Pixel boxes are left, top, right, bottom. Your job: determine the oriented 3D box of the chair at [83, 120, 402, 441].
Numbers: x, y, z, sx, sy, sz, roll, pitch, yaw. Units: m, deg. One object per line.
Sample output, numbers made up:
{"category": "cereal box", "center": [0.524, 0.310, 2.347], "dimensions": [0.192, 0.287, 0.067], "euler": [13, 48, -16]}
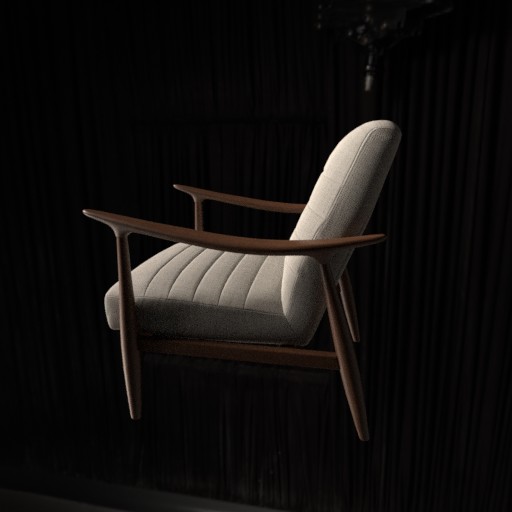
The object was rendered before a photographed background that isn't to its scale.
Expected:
{"category": "chair", "center": [0.000, 0.000, 1.450], "dimensions": [0.798, 0.832, 0.741], "euler": [3, 15, 10]}
